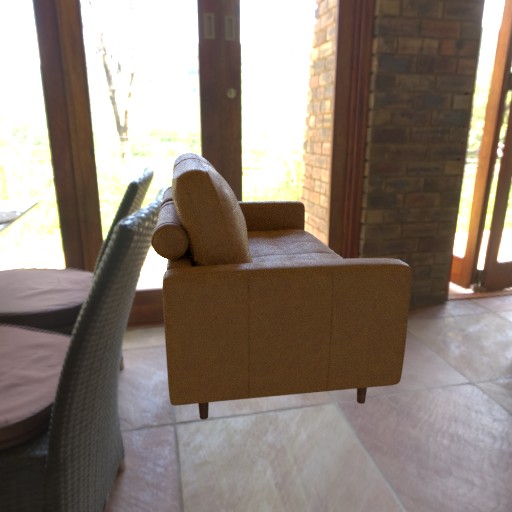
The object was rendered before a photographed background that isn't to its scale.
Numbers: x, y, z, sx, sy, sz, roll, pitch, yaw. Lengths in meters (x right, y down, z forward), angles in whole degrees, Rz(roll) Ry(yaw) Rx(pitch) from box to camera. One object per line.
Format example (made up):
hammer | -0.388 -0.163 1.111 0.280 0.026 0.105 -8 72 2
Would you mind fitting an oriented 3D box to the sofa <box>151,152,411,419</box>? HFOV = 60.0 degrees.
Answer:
sofa | 0.000 0.000 2.069 0.868 0.898 1.430 -3 16 -9
